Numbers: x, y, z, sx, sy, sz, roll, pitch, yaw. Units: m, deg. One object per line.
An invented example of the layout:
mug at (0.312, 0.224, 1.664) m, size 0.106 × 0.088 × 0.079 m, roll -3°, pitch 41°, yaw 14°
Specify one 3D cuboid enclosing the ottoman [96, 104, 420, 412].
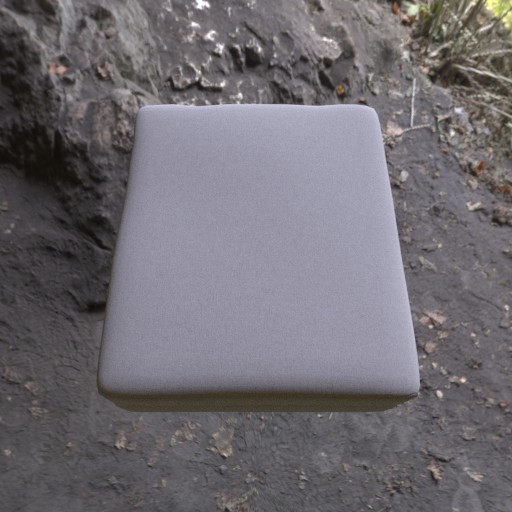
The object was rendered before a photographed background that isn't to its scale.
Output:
ottoman at (0.000, 0.000, 1.473) m, size 0.836 × 0.492 × 0.976 m, roll 0°, pitch 64°, yaw 0°
